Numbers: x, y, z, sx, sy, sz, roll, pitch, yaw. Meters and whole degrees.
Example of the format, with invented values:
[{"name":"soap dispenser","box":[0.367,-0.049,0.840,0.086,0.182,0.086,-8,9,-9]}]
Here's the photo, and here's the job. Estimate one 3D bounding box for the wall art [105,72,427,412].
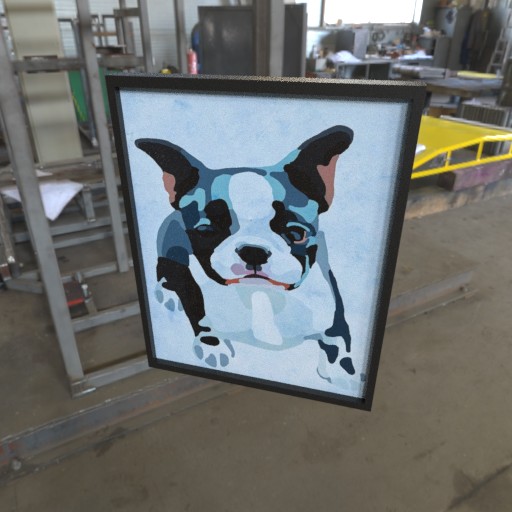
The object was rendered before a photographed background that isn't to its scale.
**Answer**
[{"name":"wall art","box":[0.000,0.000,0.492,0.294,0.369,0.030,7,29,13]}]
